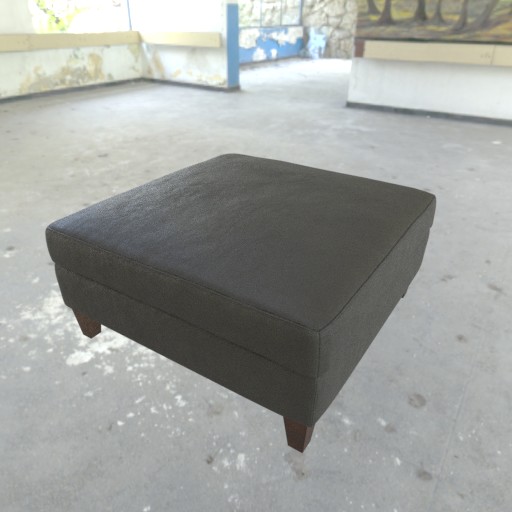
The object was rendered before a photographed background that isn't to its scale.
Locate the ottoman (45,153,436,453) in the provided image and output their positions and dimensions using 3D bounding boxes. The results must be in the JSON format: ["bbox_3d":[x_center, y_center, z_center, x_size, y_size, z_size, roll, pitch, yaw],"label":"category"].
[{"bbox_3d":[0.000,0.000,1.334,0.836,0.415,0.844,18,34,29],"label":"ottoman"}]
